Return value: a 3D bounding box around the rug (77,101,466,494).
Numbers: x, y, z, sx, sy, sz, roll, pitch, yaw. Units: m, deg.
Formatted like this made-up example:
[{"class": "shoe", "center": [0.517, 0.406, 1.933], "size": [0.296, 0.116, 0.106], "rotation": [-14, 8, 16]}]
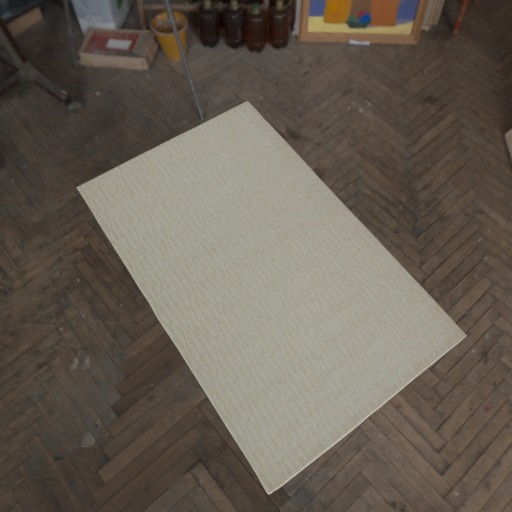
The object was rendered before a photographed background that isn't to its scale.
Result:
[{"class": "rug", "center": [0.000, 0.000, 3.011], "size": [1.531, 0.014, 2.441], "rotation": [-32, 68, -15]}]
